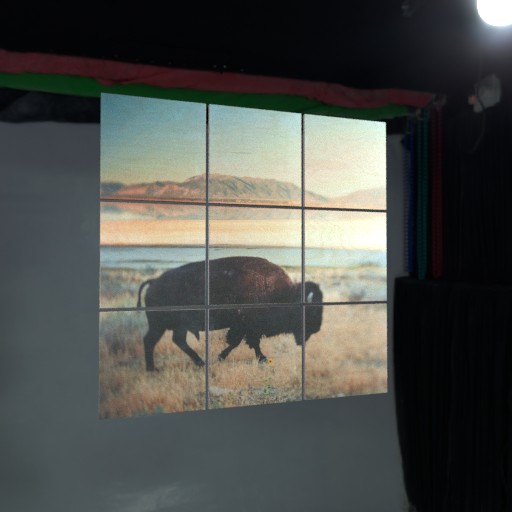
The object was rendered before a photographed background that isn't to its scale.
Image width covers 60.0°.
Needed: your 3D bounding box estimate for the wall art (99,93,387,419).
[{"bbox_3d":[0.000,0.000,1.363,0.906,0.904,0.018,0,-1,-17],"label":"wall art"}]
